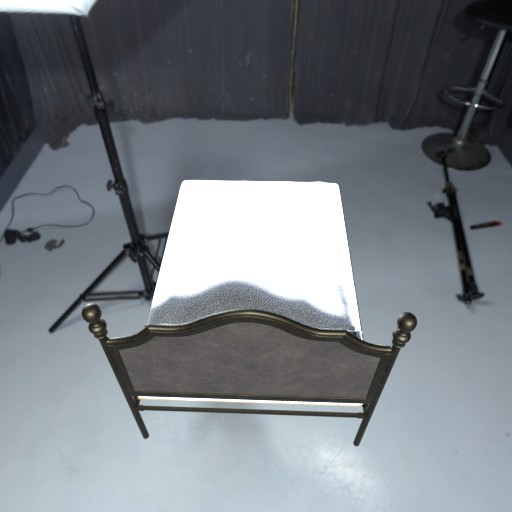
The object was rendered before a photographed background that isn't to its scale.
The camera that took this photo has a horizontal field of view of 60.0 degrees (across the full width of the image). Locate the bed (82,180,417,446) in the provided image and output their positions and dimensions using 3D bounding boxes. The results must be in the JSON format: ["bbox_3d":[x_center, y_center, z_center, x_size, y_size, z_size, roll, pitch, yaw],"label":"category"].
[{"bbox_3d":[0.000,0.000,3.241,1.533,1.462,2.170,1,46,1],"label":"bed"}]
